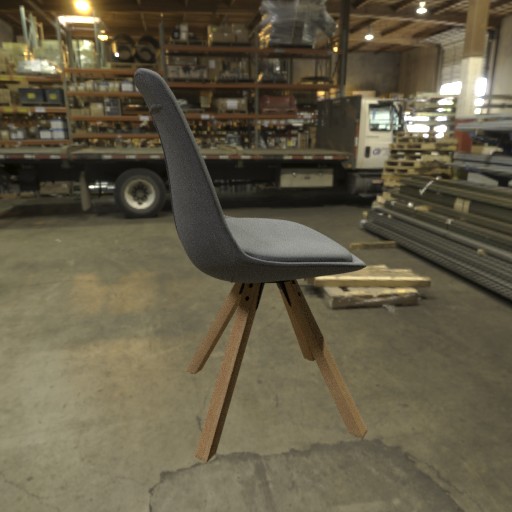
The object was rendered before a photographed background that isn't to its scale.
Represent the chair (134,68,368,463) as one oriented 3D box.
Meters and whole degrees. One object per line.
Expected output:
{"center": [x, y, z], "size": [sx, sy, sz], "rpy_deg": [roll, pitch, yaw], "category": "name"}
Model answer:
{"center": [0.000, 0.000, 1.147], "size": [0.549, 0.863, 0.474], "rpy_deg": [-3, 17, -11], "category": "chair"}
